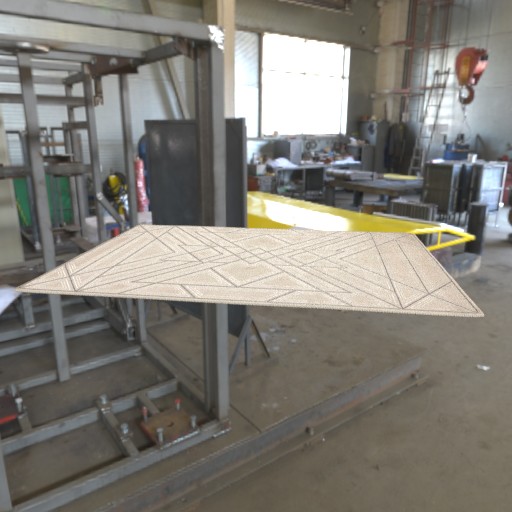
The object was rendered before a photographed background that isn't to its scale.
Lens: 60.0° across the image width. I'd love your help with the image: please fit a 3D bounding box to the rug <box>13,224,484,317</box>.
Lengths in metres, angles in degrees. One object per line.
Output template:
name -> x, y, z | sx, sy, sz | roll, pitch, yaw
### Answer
rug -> 0.000, 0.000, 4.275 | 3.381, 0.026, 2.436 | 2, 16, 8
